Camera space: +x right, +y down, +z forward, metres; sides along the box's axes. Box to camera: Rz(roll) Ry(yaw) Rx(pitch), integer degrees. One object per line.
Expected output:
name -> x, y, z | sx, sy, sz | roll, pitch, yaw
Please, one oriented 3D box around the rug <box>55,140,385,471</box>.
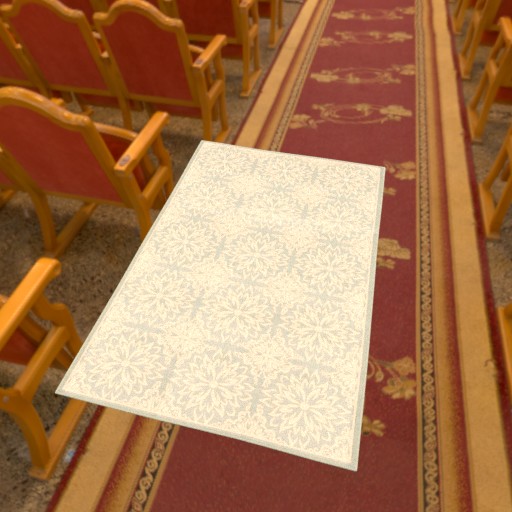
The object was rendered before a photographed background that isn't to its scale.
rug -> 0.000, 0.000, 2.290 | 1.219, 0.012, 1.840 | 11, 49, 9
